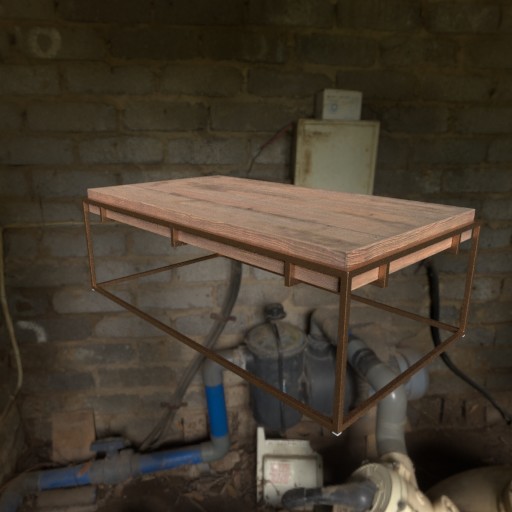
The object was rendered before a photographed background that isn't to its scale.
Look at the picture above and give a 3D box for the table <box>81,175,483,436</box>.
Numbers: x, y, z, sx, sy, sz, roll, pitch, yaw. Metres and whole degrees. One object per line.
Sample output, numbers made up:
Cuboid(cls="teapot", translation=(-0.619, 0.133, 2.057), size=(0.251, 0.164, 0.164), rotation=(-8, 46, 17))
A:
Cuboid(cls="table", translation=(0.000, 0.000, 1.764), size=(0.775, 0.468, 1.387), rotation=(-16, 23, -42))
